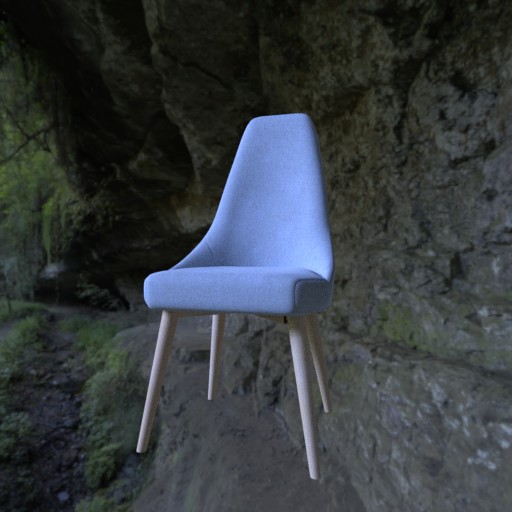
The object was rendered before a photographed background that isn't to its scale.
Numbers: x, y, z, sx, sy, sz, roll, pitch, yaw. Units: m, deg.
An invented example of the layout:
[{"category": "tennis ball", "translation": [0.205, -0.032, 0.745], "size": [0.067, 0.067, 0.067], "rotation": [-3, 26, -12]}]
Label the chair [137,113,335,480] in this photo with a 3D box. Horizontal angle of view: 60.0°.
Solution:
[{"category": "chair", "translation": [0.000, 0.000, 1.374], "size": [0.510, 1.040, 0.660], "rotation": [0, 1, 17]}]
